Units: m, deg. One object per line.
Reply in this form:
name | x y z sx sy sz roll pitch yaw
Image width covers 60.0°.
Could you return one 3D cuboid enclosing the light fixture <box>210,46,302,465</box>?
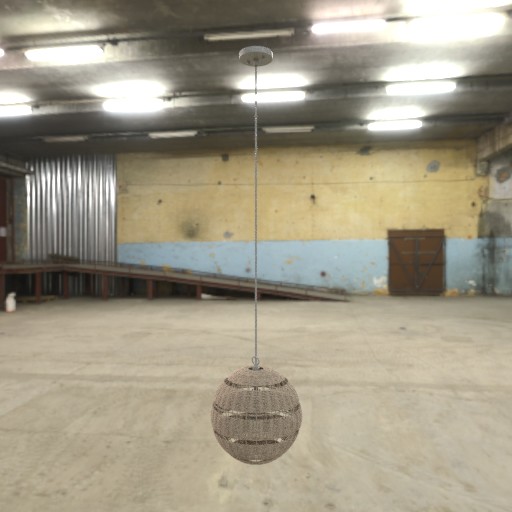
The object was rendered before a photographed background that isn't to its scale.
light fixture | 0.000 0.000 2.212 0.457 2.019 0.457 0 0 36
